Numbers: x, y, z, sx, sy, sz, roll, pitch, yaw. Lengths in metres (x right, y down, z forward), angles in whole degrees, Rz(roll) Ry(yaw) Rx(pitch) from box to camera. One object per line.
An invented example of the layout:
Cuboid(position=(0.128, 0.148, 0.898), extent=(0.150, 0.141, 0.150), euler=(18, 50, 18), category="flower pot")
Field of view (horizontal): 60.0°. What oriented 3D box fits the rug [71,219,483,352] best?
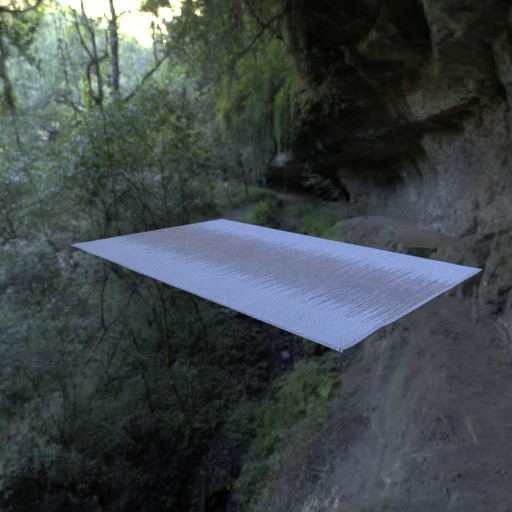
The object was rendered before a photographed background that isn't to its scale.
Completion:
Cuboid(position=(0.000, 0.000, 3.041), extent=(2.440, 0.012, 1.522), euler=(15, 21, 43), category="rug")
